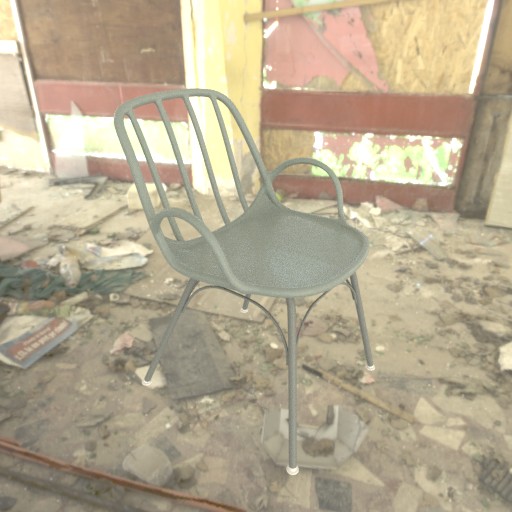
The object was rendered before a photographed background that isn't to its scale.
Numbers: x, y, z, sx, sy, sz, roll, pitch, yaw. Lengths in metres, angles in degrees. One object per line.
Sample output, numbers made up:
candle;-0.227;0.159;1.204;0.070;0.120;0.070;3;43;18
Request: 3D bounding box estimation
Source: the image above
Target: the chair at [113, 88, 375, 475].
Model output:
chair;0.000;0.000;1.215;0.597;0.816;0.549;19;33;32
